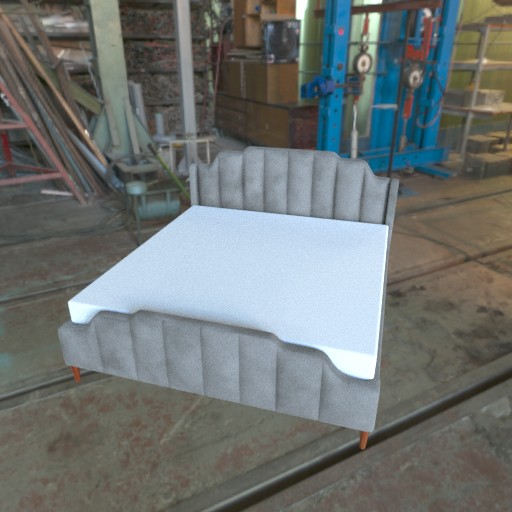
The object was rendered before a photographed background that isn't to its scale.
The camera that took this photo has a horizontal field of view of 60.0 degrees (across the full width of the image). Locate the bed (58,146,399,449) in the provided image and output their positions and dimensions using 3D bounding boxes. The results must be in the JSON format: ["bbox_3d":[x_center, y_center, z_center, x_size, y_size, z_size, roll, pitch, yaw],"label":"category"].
[{"bbox_3d":[0.000,0.000,3.559,2.074,1.245,2.340,7,27,15],"label":"bed"}]
